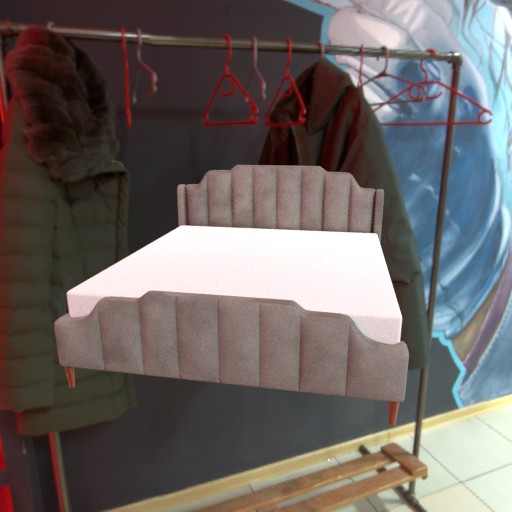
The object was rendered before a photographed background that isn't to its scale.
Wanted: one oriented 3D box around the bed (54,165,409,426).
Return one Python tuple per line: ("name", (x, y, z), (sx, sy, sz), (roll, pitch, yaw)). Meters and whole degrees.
("bed", (0.000, 0.000, 3.520), (2.074, 1.245, 2.340), (3, 16, 11))
